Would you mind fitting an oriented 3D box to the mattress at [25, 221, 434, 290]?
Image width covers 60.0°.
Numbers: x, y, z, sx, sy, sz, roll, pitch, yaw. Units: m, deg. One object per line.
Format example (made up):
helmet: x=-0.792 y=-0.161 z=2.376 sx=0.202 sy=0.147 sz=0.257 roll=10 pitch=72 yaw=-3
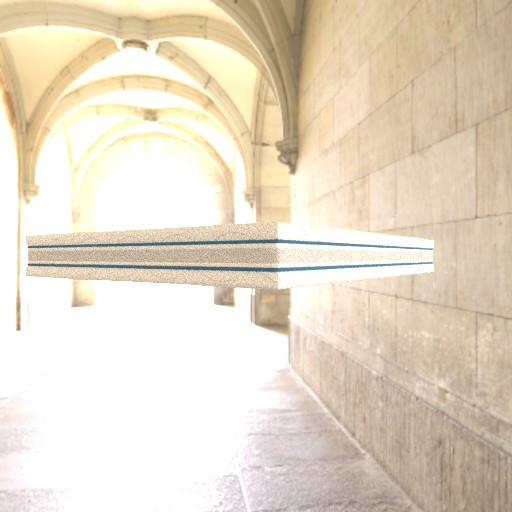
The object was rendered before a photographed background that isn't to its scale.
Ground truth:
mattress: x=0.000 y=0.000 z=2.708 sx=1.600 sy=0.230 sz=2.000 roll=0 pitch=0 yaw=35
